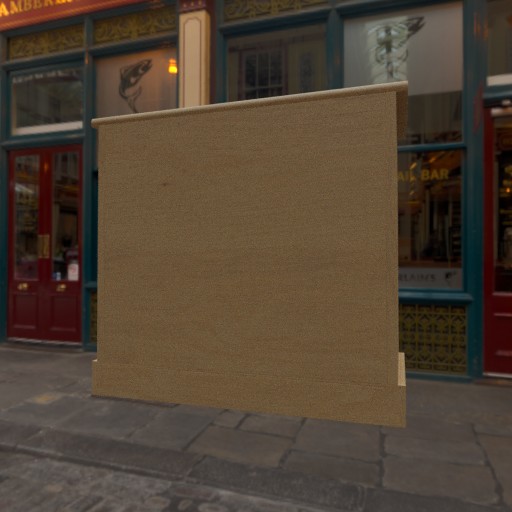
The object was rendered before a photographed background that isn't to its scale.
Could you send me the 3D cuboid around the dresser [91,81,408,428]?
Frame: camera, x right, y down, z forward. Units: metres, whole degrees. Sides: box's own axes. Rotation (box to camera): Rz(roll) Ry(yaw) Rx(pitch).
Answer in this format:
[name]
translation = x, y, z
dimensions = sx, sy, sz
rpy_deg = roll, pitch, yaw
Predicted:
[dresser]
translation = 0.000, 0.000, 1.412
dimensions = 0.915, 0.835, 0.440
rpy_deg = 0, -1, 18
